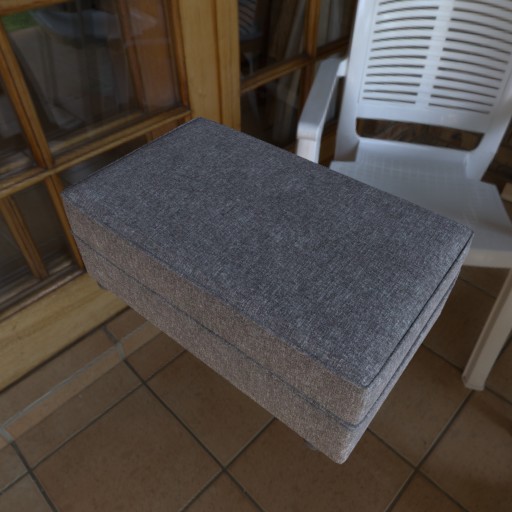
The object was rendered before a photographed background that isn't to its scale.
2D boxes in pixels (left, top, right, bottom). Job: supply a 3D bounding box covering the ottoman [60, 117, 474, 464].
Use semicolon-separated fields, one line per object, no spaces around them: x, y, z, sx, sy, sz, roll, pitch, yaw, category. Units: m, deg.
0.000;0.000;1.538;1.184;0.487;0.717;30;52;26;ottoman
